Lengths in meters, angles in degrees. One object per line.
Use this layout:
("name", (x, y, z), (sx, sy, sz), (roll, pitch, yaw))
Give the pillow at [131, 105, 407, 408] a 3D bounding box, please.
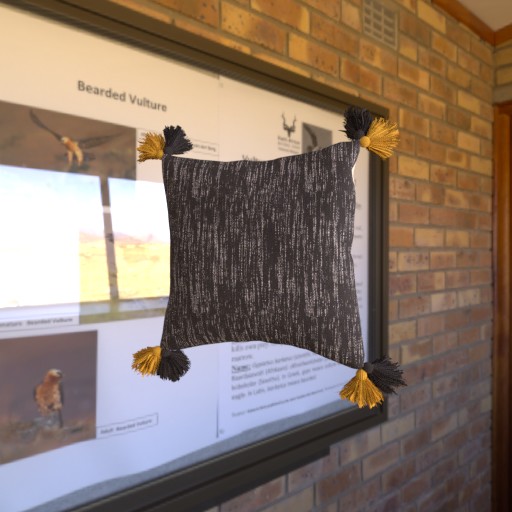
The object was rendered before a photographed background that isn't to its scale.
("pillow", (0.000, 0.000, 1.005), (0.654, 0.659, 0.139), (0, 0, 17))
